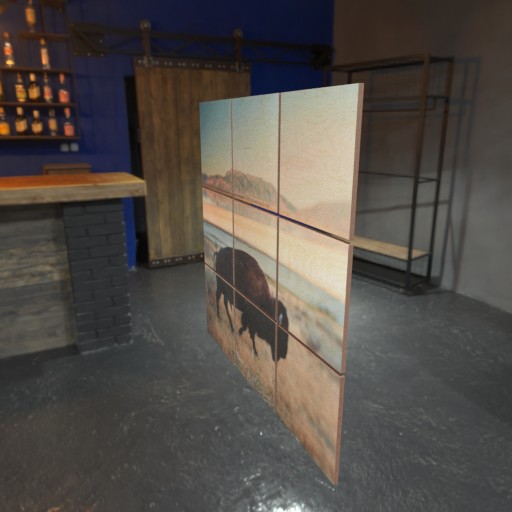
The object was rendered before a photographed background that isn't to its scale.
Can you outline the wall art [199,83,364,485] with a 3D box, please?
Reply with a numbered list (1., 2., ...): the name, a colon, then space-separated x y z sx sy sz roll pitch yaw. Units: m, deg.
1. wall art: 0.000 0.000 1.331 0.018 0.904 0.906 -8 18 -24
